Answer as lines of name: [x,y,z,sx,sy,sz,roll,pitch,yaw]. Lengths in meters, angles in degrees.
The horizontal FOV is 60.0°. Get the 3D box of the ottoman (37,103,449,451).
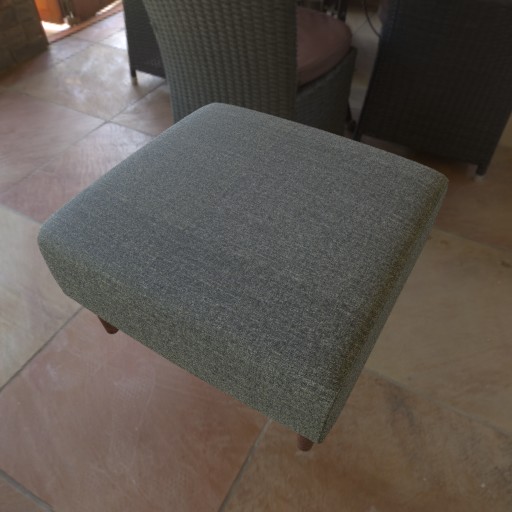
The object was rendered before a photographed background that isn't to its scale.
ottoman: [0.000,0.000,1.041,0.655,0.399,0.648,24,51,21]
